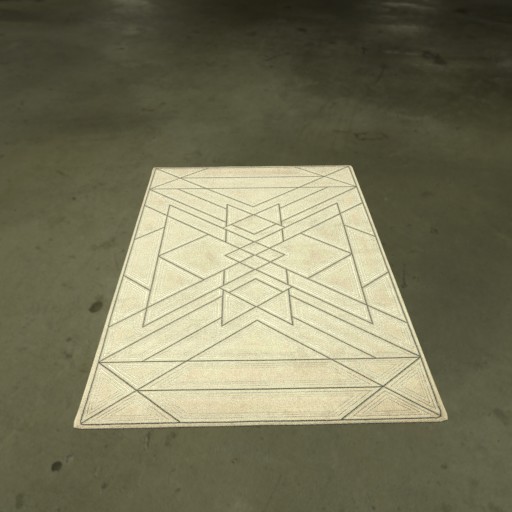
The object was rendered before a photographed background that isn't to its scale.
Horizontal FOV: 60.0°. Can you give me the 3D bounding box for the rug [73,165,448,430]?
[{"bbox_3d":[0.000,0.000,4.142,2.436,0.026,3.381,-1,40,-1],"label":"rug"}]
